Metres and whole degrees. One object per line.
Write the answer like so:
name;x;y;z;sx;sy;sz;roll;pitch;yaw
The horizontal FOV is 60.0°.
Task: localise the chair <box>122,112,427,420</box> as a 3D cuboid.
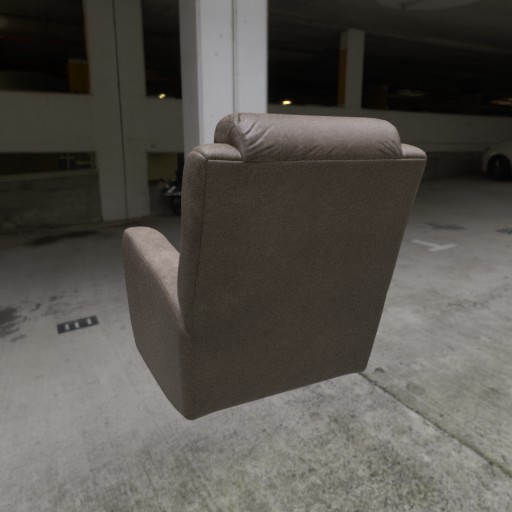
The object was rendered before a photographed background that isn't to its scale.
chair;0.000;0.000;1.928;0.967;1.116;1.068;-7;15;-26
